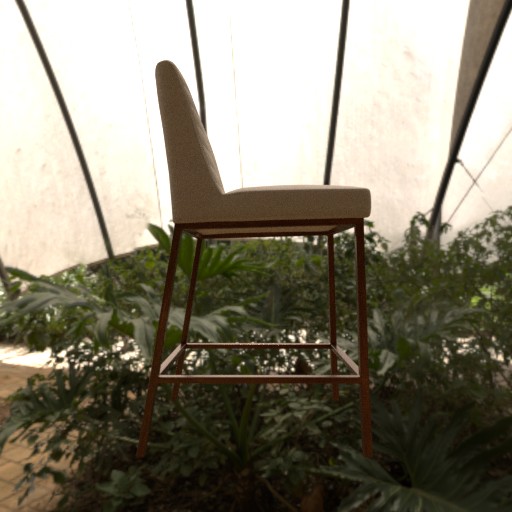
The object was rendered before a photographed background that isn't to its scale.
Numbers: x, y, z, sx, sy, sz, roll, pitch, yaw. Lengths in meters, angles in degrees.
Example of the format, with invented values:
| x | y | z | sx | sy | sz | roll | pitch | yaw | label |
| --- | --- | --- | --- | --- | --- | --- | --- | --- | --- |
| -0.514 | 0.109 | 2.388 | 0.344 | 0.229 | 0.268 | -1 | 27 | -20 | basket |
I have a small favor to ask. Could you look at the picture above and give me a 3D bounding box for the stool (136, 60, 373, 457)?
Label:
| x | y | z | sx | sy | sz | roll | pitch | yaw | label |
| --- | --- | --- | --- | --- | --- | --- | --- | --- | --- |
| 0.000 | 0.000 | 1.296 | 0.576 | 0.973 | 0.507 | 0 | -1 | 0 | stool |
